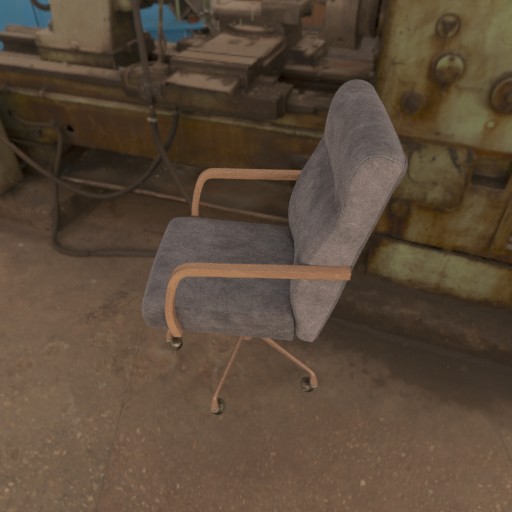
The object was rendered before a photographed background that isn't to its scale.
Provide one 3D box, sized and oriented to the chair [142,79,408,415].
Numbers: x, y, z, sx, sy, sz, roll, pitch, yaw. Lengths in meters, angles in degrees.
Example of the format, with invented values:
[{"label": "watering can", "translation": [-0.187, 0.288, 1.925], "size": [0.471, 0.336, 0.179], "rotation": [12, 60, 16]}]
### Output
[{"label": "chair", "translation": [0.000, 0.000, 1.497], "size": [0.741, 1.029, 0.640], "rotation": [2, 41, 2]}]
